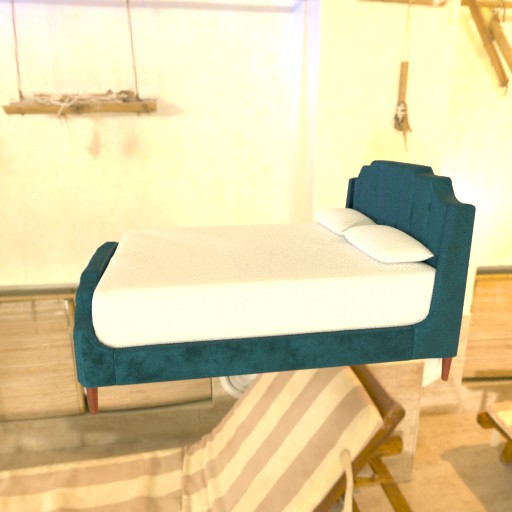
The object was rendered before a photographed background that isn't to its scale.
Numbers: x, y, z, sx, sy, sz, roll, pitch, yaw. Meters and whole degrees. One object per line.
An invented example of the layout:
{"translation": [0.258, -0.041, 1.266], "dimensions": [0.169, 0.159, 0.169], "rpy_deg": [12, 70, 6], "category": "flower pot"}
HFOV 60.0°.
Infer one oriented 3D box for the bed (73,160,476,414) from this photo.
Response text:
{"translation": [0.000, 0.000, 3.282], "dimensions": [2.322, 1.338, 1.678], "rpy_deg": [-3, 16, -9], "category": "bed"}
